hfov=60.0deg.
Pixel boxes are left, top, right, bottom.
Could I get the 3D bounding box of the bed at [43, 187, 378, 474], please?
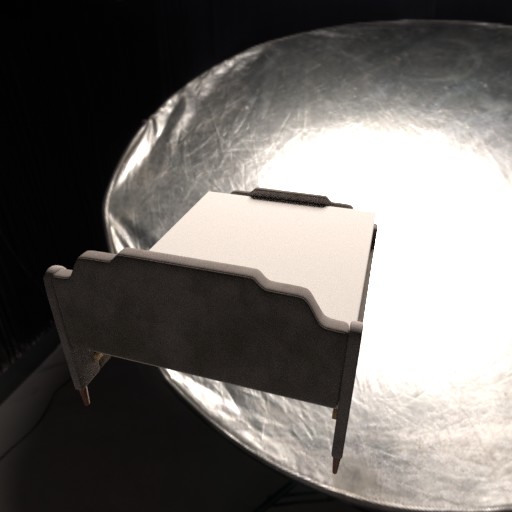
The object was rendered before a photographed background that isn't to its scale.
[{"bbox_3d":[0.000,0.000,3.300,1.676,1.245,2.340,9,32,15],"label":"bed"}]
